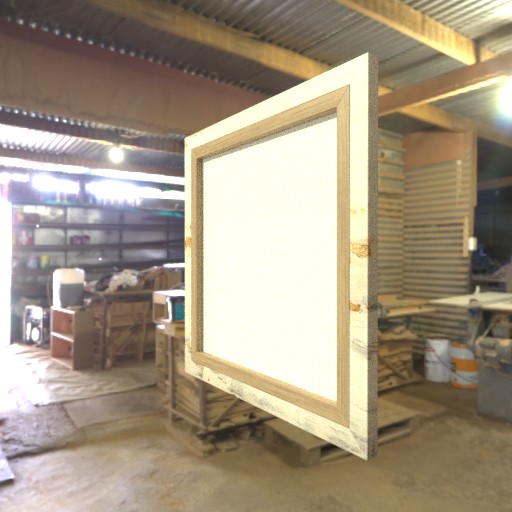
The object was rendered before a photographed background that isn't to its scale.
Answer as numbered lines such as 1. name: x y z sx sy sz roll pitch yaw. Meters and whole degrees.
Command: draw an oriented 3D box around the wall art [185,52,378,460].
1. wall art: 0.000 0.000 1.527 0.040 1.018 1.015 0 1 -35
